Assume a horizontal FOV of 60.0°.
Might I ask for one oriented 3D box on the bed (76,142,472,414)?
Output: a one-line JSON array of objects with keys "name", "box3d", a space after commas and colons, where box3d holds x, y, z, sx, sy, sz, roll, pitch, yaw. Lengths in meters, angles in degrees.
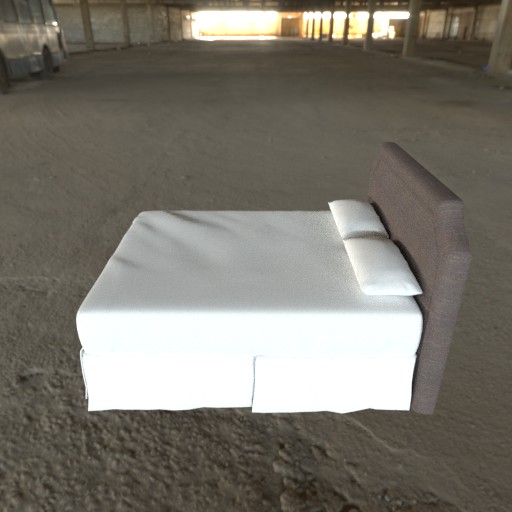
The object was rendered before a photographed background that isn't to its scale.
[{"name": "bed", "box3d": [0.000, 0.000, 3.071, 2.116, 1.290, 1.693, 0, 27, 0]}]
